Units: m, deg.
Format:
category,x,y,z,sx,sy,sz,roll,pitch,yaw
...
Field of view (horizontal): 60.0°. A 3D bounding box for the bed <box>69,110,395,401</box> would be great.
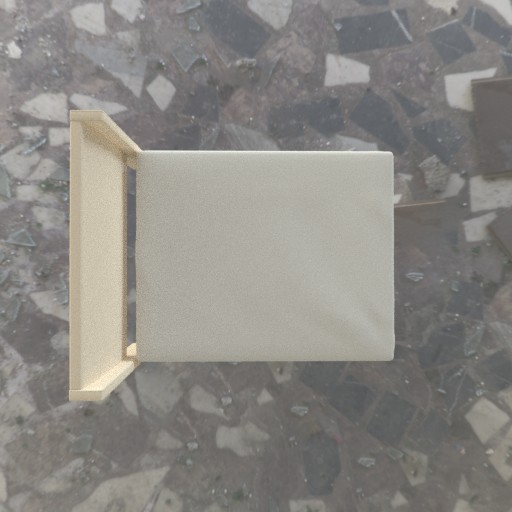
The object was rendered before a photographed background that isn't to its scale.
category,x,y,z,sx,sy,sz,roll,pitch,yaw
bed,0.000,0.000,3.419,2.280,1.471,1.765,0,90,-1
